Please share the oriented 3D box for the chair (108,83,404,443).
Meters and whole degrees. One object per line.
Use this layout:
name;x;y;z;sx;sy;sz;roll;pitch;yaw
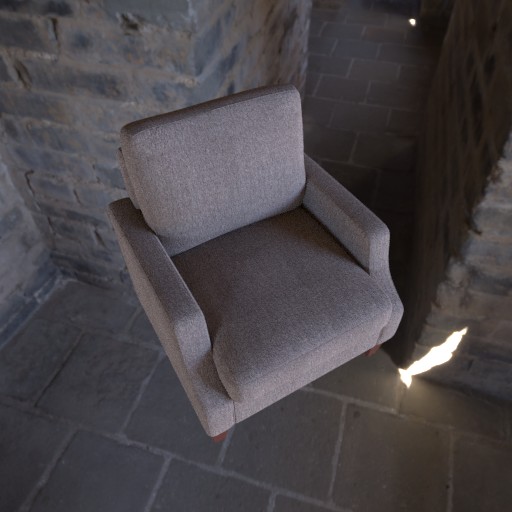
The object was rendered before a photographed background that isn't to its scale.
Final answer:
chair;0.000;0.000;1.686;0.855;0.993;0.897;-23;51;-20
